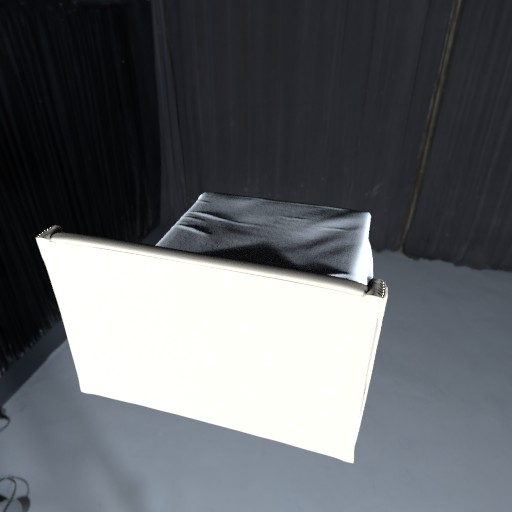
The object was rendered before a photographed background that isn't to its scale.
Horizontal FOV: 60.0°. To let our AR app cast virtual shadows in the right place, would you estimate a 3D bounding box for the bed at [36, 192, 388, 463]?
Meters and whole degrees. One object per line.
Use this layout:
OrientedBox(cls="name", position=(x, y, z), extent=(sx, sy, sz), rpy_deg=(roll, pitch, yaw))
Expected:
OrientedBox(cls="bed", position=(0.000, 0.000, 3.484), extent=(1.925, 1.332, 2.276), rpy_deg=(9, 34, 14))
